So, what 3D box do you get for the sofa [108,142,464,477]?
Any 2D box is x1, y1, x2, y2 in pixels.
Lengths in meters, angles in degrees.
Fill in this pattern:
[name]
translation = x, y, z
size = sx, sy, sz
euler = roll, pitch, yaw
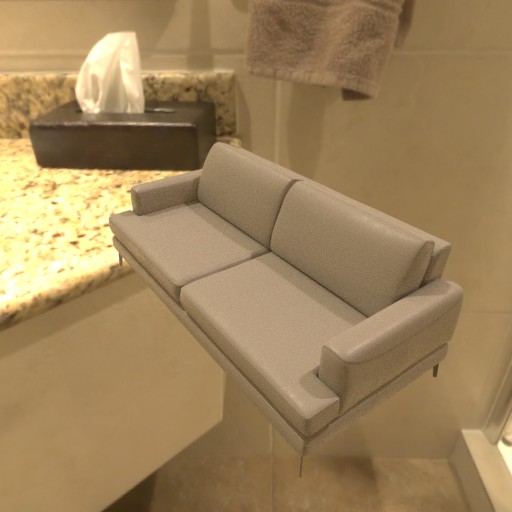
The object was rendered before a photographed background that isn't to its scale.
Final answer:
[sofa]
translation = 0.000, 0.000, 2.417
size = 0.974, 0.765, 1.940
euler = -21, 38, -30
